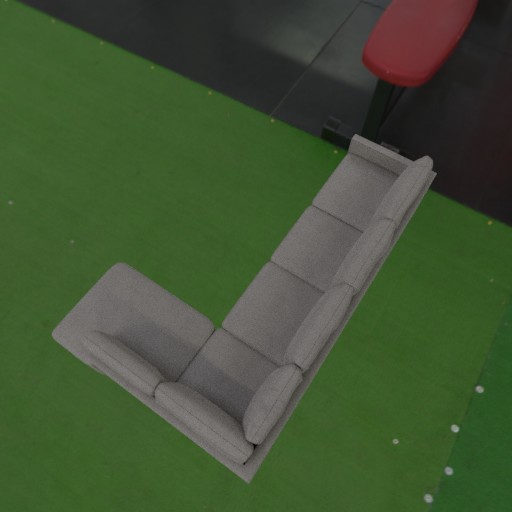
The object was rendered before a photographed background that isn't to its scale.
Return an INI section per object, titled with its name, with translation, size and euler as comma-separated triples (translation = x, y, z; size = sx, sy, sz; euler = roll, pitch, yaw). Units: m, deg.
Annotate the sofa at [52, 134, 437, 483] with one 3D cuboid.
[sofa]
translation = 0.000, 0.000, 4.231
size = 2.077, 0.964, 3.331
euler = 31, 67, 15
